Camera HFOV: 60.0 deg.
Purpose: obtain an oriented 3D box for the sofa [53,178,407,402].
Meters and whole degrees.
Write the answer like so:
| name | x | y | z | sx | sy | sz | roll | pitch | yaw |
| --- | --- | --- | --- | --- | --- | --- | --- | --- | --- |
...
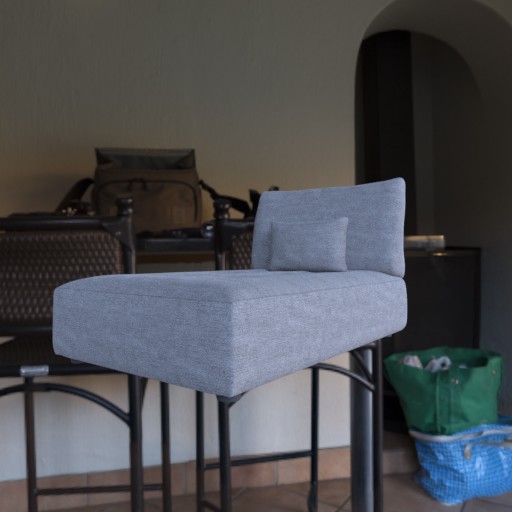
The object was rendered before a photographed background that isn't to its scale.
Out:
| name | x | y | z | sx | sy | sz | roll | pitch | yaw |
| --- | --- | --- | --- | --- | --- | --- | --- | --- | --- |
| sofa | 0.000 | 0.000 | 2.003 | 0.930 | 0.820 | 1.450 | 0 | 0 | 37 |
